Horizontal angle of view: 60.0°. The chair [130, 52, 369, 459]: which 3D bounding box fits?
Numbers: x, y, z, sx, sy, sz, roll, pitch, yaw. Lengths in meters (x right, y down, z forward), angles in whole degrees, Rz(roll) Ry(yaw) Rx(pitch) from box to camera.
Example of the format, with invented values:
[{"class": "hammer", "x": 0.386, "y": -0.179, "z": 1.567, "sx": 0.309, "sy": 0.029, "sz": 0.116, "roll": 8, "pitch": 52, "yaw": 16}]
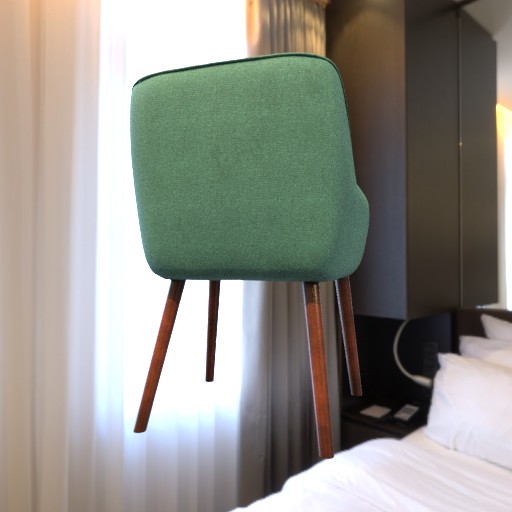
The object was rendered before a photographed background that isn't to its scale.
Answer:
[{"class": "chair", "x": 0.000, "y": 0.000, "z": 1.148, "sx": 0.543, "sy": 0.803, "sz": 0.519, "roll": 0, "pitch": -1, "yaw": 18}]
